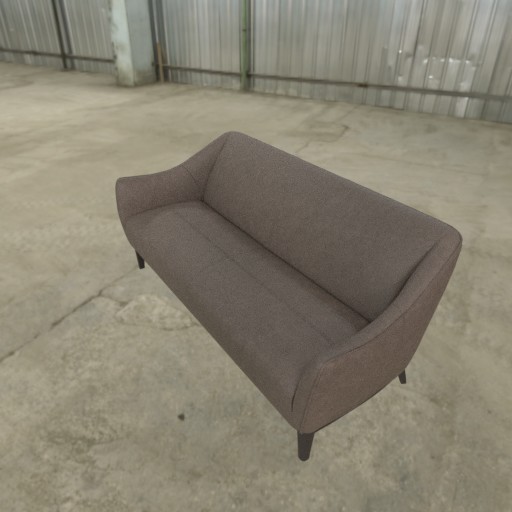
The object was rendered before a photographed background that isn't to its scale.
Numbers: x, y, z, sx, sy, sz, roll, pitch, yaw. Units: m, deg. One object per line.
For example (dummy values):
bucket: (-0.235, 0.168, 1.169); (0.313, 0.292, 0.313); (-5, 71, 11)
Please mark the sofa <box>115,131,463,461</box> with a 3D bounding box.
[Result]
sofa: (0.000, 0.000, 2.377); (0.869, 0.831, 1.928); (-20, 37, -29)
